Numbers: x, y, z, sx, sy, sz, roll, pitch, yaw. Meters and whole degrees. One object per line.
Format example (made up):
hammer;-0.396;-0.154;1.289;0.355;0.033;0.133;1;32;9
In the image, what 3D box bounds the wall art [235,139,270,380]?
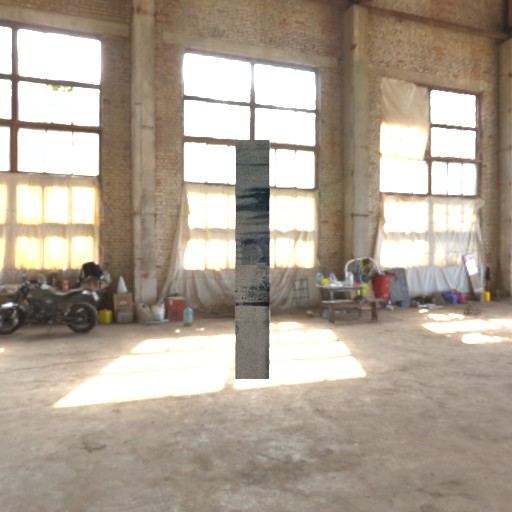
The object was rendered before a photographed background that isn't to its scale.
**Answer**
wall art;0.000;0.000;0.842;0.037;0.251;0.759;0;1;1
